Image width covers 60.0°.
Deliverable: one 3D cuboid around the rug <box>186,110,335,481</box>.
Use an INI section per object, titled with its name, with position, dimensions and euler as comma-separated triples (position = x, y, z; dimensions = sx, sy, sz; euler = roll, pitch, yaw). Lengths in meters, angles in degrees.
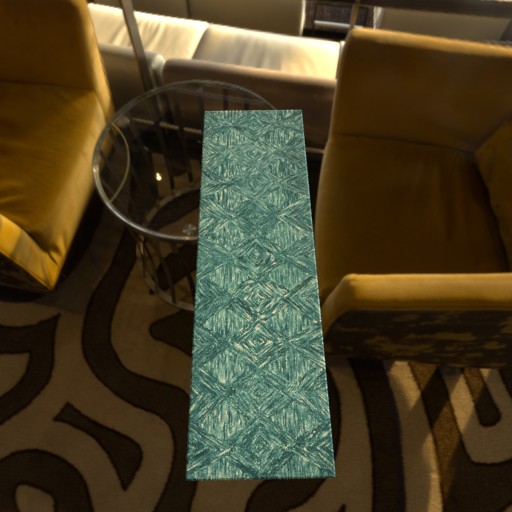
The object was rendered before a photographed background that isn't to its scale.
[rug]
position = 0.000, 0.000, 2.540
dimensions = 0.676, 0.016, 2.286
euler = -1, 62, 0
